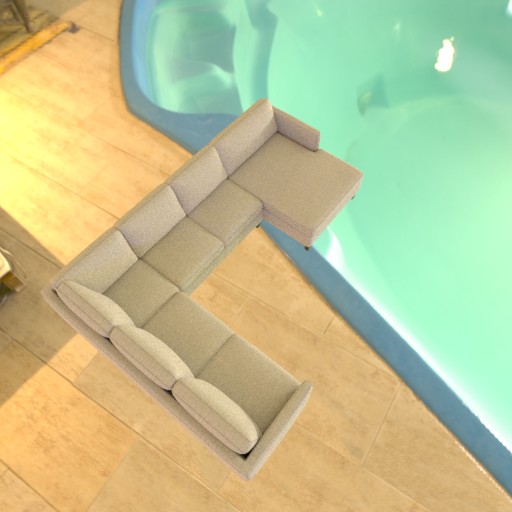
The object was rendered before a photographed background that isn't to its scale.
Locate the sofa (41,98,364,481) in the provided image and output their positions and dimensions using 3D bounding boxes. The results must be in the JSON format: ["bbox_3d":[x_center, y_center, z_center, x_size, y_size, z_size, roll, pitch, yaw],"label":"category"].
[{"bbox_3d":[0.000,0.000,4.620,2.551,0.889,3.403,34,65,18],"label":"sofa"}]
